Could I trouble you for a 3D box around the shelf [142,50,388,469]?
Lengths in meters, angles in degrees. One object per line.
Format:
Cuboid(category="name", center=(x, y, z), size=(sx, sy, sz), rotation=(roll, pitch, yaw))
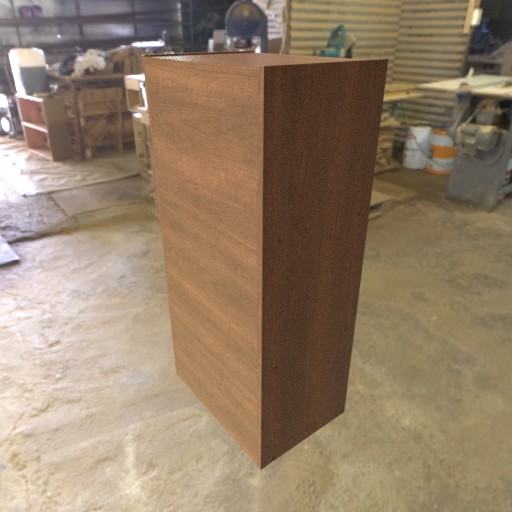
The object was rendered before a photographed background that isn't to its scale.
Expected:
Cuboid(category="shelf", center=(0.000, 0.000, 1.069), size=(0.290, 0.879, 0.414), rotation=(-20, 33, -33))
